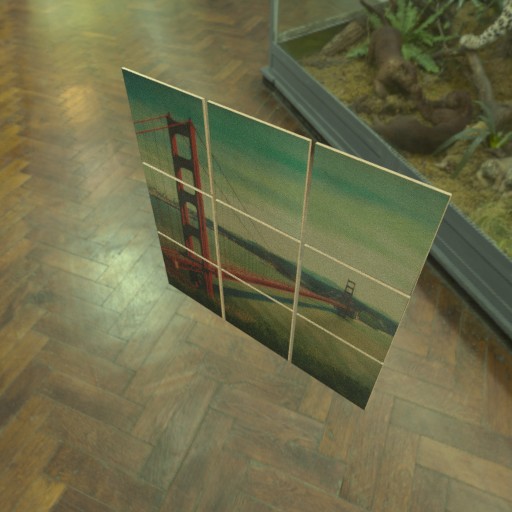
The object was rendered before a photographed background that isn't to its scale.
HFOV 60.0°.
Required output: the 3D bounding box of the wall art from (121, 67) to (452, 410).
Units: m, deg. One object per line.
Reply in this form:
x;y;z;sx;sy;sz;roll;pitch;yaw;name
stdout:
0.000;0.000;2.233;1.519;1.507;0.014;29;53;25;wall art
